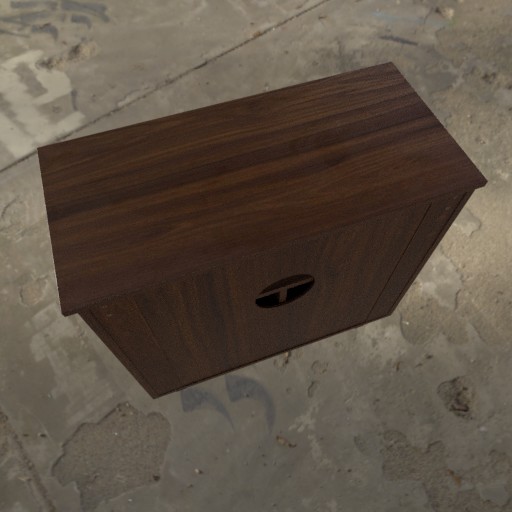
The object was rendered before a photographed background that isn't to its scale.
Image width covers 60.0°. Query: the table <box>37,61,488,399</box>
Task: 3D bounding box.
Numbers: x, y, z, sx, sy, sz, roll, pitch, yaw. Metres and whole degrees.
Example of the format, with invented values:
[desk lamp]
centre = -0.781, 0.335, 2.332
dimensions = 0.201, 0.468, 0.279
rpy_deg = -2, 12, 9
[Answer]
[table]
centre = 0.000, 0.000, 1.182
dimensions = 0.802, 0.725, 0.390
rpy_deg = -17, 61, -10
